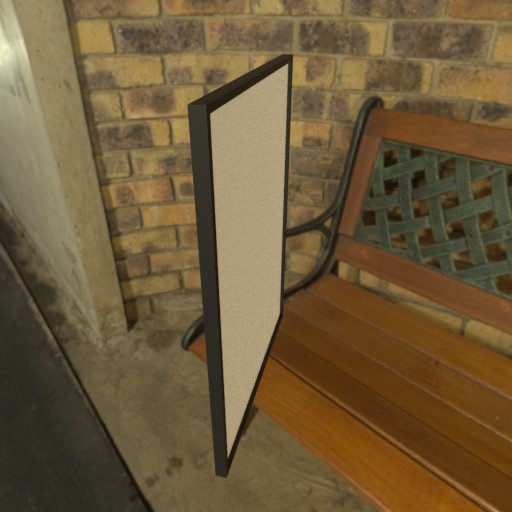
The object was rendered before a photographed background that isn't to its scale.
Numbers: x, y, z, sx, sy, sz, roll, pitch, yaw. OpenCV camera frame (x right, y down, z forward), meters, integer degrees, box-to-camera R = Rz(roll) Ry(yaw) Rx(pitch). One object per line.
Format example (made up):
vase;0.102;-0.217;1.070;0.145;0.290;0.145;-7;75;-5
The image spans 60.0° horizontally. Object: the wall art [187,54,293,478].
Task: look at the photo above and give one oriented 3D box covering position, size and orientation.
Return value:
wall art;0.000;0.000;1.382;0.036;1.070;0.802;8;31;13
